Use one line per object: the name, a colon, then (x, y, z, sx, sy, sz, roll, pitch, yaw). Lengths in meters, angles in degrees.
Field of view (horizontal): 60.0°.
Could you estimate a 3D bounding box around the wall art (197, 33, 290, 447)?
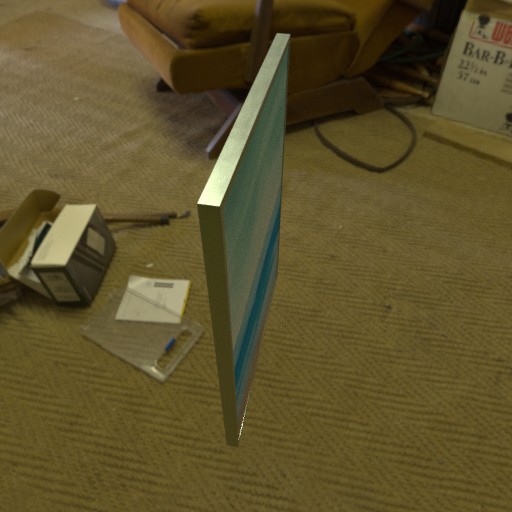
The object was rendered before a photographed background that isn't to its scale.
wall art: (0.000, 0.000, 1.409, 0.041, 1.062, 0.803, 8, 47, 8)
